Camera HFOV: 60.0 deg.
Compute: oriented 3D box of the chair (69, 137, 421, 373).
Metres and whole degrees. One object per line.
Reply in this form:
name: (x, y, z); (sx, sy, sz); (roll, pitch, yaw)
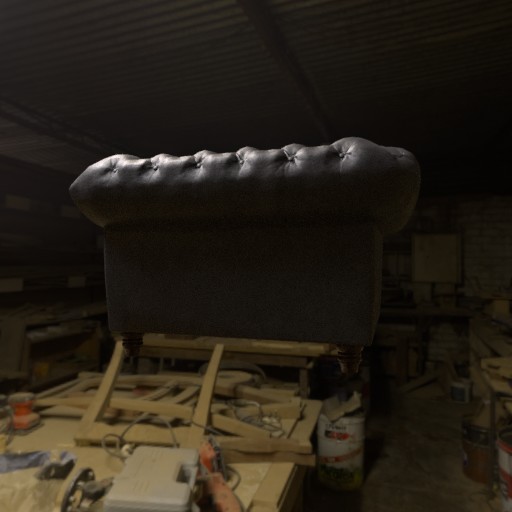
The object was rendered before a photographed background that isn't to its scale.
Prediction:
chair: (0.000, 0.000, 1.896); (1.298, 0.780, 0.943); (0, 0, 17)
